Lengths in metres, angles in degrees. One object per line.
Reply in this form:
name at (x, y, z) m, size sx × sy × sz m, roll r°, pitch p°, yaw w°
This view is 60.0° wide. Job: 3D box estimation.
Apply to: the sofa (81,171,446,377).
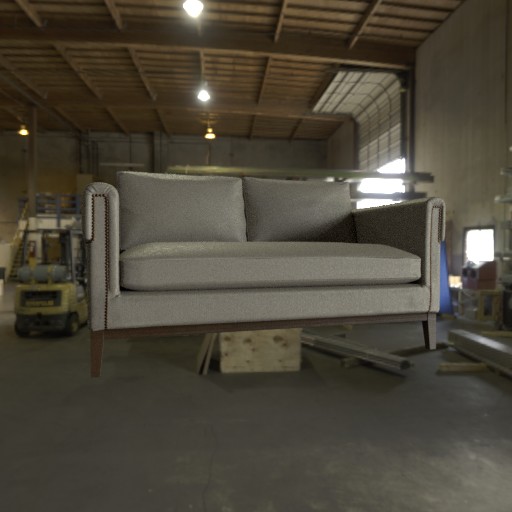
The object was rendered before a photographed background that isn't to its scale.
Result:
sofa at (0.000, 0.000, 2.232) m, size 1.598 × 0.873 × 0.899 m, roll 0°, pitch 1°, yaw -18°
